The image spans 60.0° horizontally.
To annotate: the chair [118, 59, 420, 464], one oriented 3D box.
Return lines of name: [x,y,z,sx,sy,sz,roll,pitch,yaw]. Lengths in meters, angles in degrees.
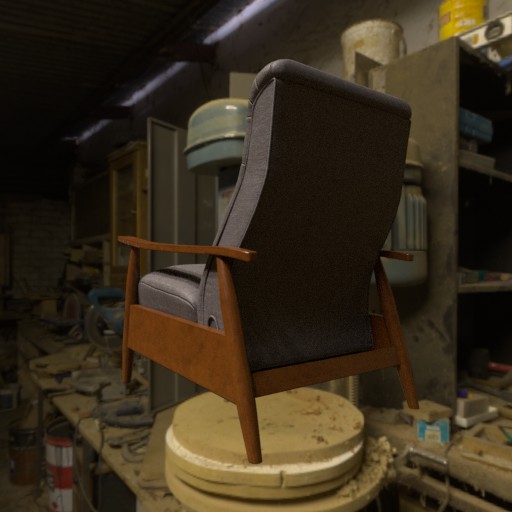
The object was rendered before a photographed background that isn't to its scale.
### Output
chair: [0.000,0.000,1.750,0.762,1.081,1.014,0,-1,-36]
